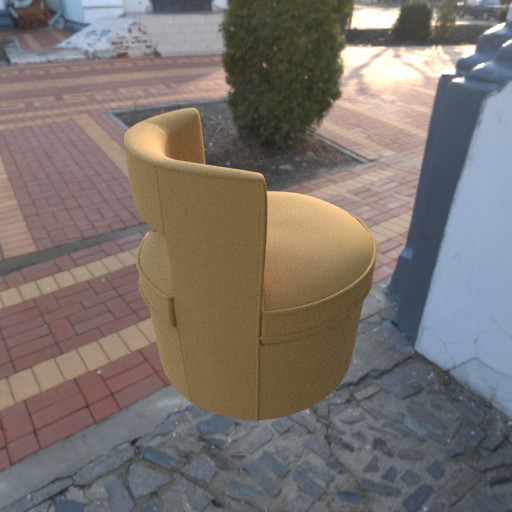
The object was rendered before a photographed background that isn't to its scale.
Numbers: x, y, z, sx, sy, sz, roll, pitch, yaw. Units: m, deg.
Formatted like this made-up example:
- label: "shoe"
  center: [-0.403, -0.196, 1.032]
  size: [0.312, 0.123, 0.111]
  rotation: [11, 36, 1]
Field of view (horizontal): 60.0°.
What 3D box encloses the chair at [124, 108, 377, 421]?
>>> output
- label: "chair"
  center: [0.000, 0.000, 1.263]
  size: [0.665, 0.723, 0.650]
  rotation: [-10, 33, -16]
